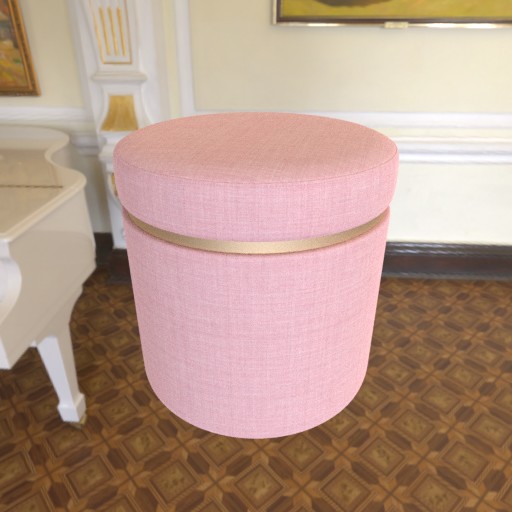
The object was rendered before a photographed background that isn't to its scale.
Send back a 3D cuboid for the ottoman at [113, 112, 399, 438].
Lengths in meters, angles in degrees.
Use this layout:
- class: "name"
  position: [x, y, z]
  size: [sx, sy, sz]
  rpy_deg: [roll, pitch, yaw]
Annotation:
- class: "ottoman"
  position: [0.000, 0.000, 0.722]
  size: [0.400, 0.406, 0.400]
  rpy_deg: [0, 28, 0]
